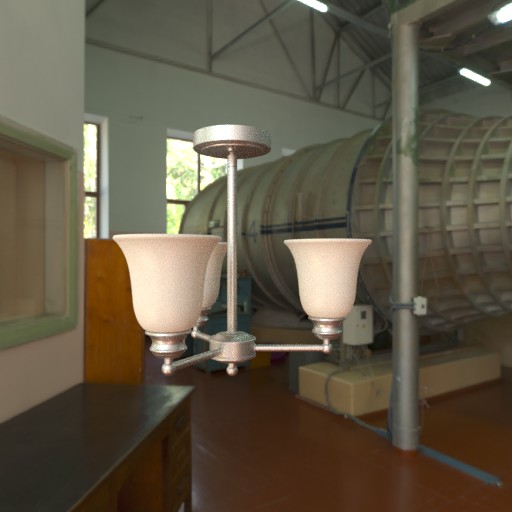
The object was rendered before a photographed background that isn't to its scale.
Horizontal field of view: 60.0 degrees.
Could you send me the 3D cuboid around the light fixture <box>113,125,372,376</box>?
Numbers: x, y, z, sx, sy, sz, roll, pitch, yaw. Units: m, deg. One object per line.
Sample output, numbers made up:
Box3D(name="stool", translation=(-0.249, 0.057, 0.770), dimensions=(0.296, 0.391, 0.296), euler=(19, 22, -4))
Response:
Box3D(name="light fixture", translation=(0.000, 0.000, 0.685), dimensions=(0.354, 0.370, 0.388), euler=(0, 0, 0))
